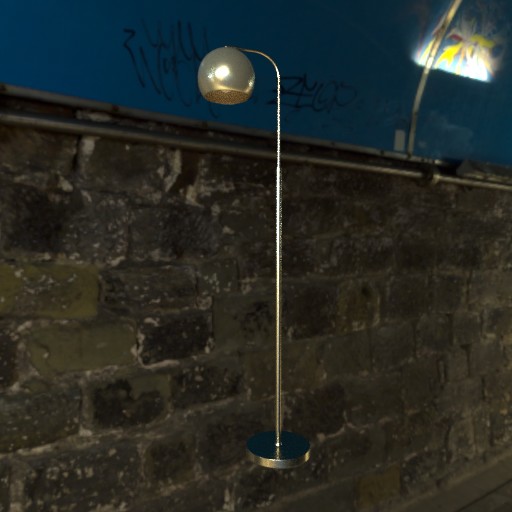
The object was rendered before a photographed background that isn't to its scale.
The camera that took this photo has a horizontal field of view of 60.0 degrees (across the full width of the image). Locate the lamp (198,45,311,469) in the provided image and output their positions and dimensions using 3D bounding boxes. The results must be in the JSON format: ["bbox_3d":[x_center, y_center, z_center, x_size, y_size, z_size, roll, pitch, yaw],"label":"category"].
[{"bbox_3d":[0.000,0.000,1.661,0.431,1.526,0.250,-1,2,-19],"label":"lamp"}]
